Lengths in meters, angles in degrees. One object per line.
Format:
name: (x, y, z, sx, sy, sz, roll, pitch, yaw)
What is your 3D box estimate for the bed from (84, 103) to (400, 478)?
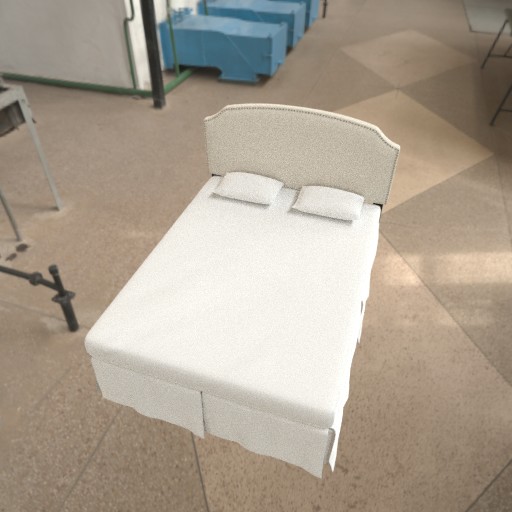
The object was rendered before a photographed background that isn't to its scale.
bed: (0.000, 0.000, 2.954, 1.558, 1.270, 1.999, 13, 43, 14)
